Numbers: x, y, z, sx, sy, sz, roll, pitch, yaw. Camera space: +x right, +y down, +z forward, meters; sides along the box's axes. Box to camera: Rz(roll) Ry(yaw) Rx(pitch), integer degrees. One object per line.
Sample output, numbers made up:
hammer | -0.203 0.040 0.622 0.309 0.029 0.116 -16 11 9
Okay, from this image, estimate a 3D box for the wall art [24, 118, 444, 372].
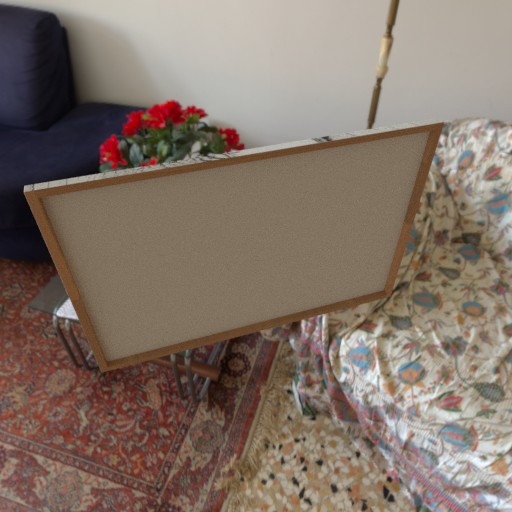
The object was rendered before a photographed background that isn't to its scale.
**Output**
wall art | 0.000 0.000 1.140 0.914 0.607 0.023 -13 44 -13
